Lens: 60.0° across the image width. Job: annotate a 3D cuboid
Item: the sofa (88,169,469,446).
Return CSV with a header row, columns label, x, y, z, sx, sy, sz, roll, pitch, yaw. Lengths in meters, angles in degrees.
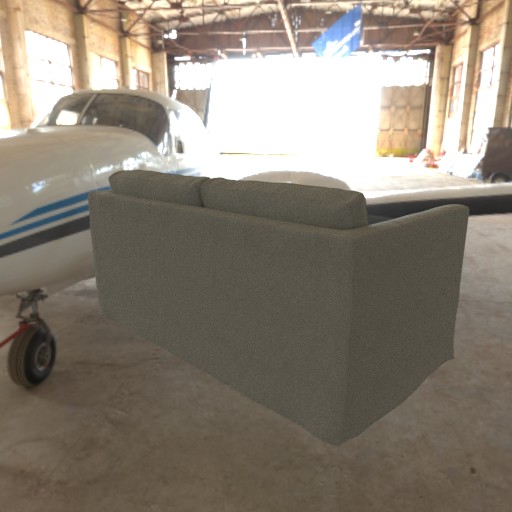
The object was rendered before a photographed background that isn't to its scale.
label,x,y,z,sx,sy,sz,roll,pitch,yaw
sofa,0.000,0.000,2.234,1.727,0.830,0.944,14,20,43
